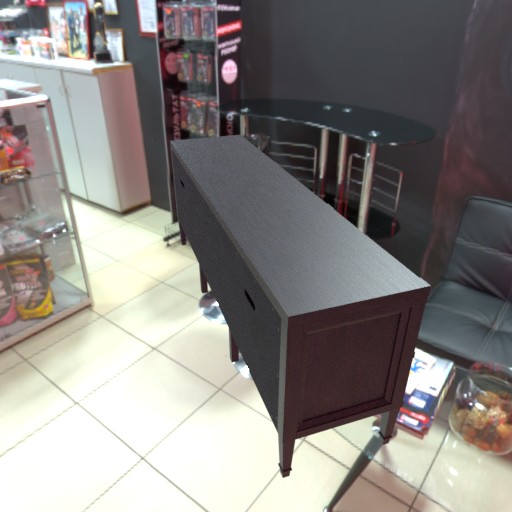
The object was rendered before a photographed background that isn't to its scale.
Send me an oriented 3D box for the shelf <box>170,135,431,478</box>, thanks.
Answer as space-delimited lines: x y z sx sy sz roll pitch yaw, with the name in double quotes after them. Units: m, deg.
0.000 0.000 2.207 0.471 0.715 1.878 -10 31 -17 "shelf"
